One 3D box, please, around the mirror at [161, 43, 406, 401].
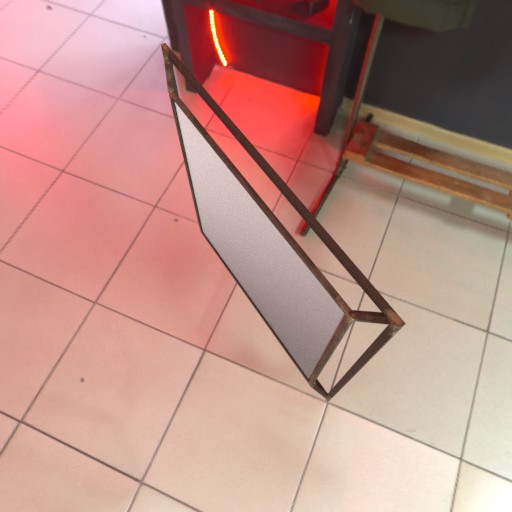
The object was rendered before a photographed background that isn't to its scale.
[{"bbox_3d":[0.000,0.000,0.926,0.032,0.610,0.610,-31,68,-14],"label":"mirror"}]
